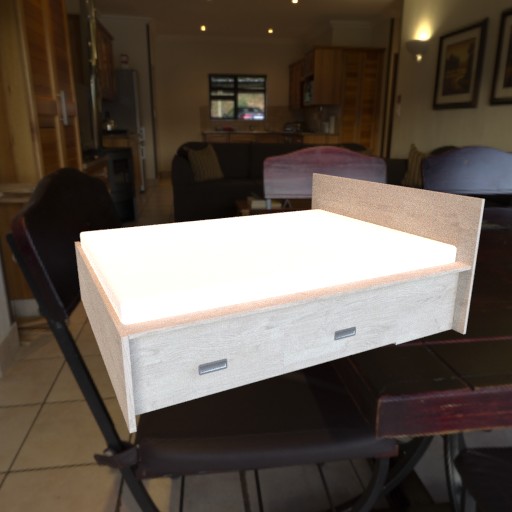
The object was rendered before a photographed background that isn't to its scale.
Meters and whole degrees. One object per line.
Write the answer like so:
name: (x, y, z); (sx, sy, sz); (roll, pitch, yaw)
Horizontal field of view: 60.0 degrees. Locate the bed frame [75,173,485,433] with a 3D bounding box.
bed frame: (0.000, 0.000, 2.780); (1.960, 0.800, 1.622); (-8, 18, -26)
